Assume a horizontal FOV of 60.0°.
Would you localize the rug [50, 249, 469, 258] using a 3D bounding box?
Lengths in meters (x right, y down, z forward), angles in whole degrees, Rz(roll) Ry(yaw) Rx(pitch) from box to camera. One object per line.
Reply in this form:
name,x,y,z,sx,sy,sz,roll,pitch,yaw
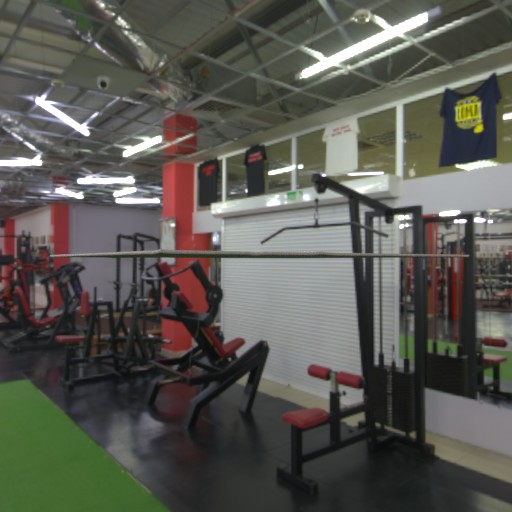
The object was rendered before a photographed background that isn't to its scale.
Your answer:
rug,0.000,0.000,4.067,3.007,0.032,2.434,0,-1,-37
